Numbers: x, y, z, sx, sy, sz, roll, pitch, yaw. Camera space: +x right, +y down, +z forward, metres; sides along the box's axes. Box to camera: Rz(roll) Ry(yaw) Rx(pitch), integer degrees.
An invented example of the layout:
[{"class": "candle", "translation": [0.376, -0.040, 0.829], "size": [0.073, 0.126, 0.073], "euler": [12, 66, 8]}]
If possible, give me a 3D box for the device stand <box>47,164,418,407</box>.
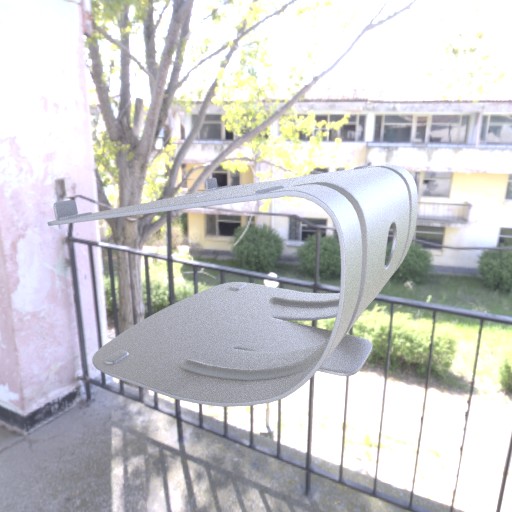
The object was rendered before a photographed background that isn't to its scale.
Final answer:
[{"class": "device stand", "translation": [0.000, 0.000, 0.401], "size": [0.236, 0.155, 0.256], "euler": [8, 18, 27]}]
